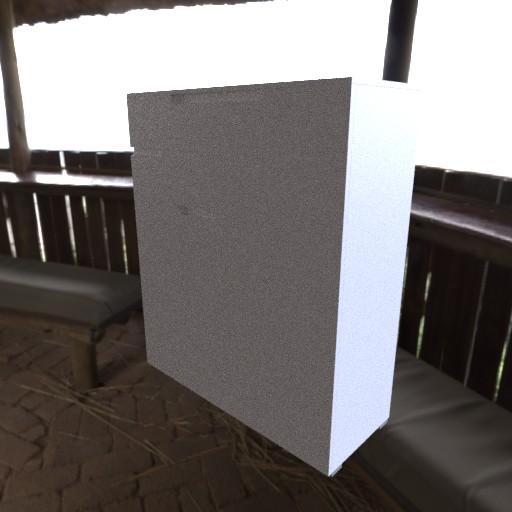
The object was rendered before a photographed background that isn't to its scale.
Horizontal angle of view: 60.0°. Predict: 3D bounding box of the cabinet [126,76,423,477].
[{"bbox_3d":[0.000,0.000,1.690,1.000,1.190,0.400,15,23,41],"label":"cabinet"}]
